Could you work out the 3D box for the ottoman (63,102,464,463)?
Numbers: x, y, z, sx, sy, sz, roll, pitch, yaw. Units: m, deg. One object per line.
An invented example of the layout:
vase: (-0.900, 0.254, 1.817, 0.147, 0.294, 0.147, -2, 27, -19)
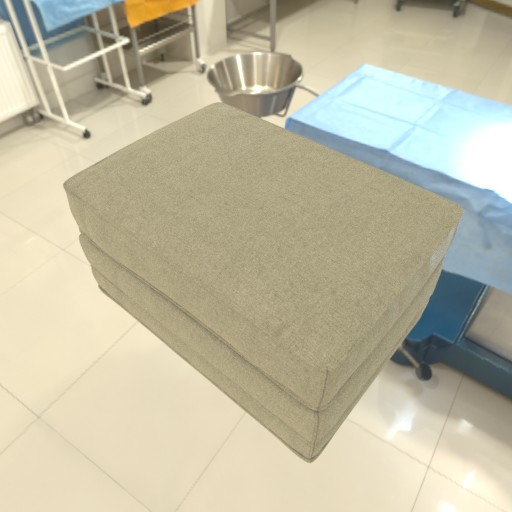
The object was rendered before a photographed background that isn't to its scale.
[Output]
ottoman: (0.000, 0.000, 1.226, 0.848, 0.508, 0.611, 32, 54, 27)
